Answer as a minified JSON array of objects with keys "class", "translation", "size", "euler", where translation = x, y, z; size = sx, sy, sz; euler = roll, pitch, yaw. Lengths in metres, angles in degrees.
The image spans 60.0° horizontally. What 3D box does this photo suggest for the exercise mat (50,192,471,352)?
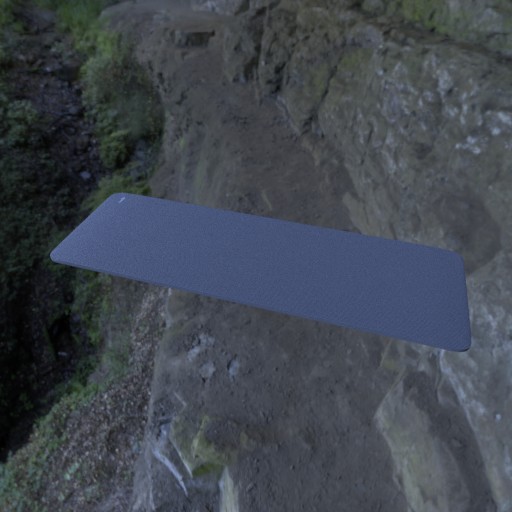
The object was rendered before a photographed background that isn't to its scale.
[{"class":"exercise mat","translation":[0.000,0.000,2.096],"size":[1.884,0.021,0.616],"euler":[11,41,13]}]
